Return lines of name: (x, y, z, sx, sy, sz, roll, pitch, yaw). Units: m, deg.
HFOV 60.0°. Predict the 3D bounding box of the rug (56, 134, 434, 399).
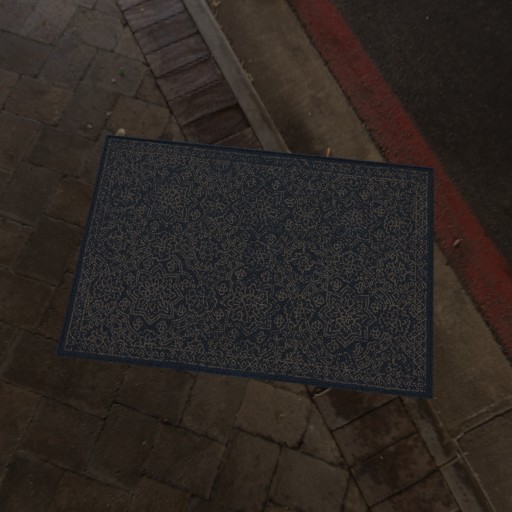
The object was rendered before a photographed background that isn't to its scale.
rug: (0.000, 0.000, 2.296, 1.829, 0.010, 1.219, 6, 75, 2)
